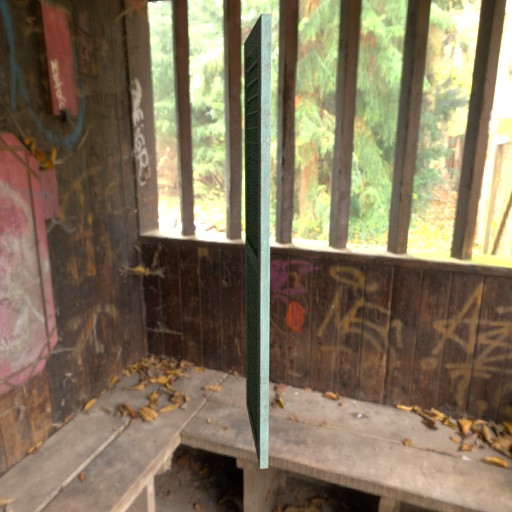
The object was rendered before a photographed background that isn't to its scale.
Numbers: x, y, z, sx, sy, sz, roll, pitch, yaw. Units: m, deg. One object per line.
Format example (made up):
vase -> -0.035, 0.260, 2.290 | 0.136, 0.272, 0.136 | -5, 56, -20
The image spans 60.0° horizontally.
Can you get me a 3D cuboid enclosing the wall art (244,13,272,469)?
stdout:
wall art -> 0.000, 0.000, 1.314 | 0.025, 1.219, 0.329 | -2, 15, -8
